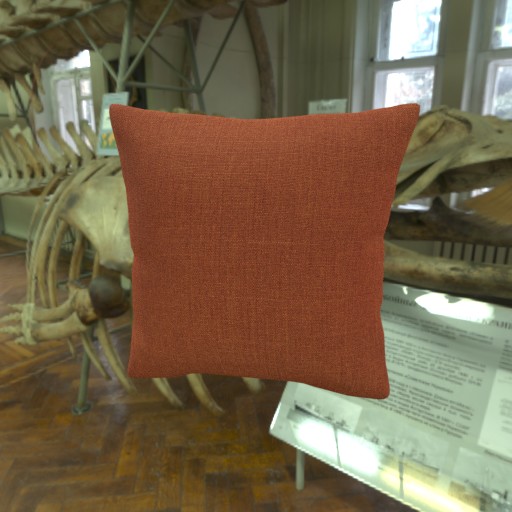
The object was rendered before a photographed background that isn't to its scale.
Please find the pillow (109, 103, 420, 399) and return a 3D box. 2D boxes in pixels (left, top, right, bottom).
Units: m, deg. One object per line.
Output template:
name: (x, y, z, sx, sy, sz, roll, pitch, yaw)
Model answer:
pillow: (0.000, 0.000, 0.661, 0.429, 0.434, 0.159, 2, 15, 7)
